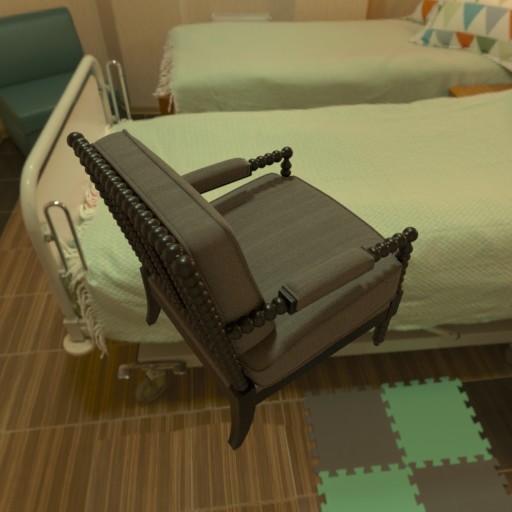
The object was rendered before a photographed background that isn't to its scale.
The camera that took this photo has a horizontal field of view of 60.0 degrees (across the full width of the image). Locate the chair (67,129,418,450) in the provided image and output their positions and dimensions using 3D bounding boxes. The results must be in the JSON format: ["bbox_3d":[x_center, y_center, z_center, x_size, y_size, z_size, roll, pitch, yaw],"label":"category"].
[{"bbox_3d":[0.000,0.000,1.113,0.622,0.661,0.540,-26,49,-25],"label":"chair"}]
